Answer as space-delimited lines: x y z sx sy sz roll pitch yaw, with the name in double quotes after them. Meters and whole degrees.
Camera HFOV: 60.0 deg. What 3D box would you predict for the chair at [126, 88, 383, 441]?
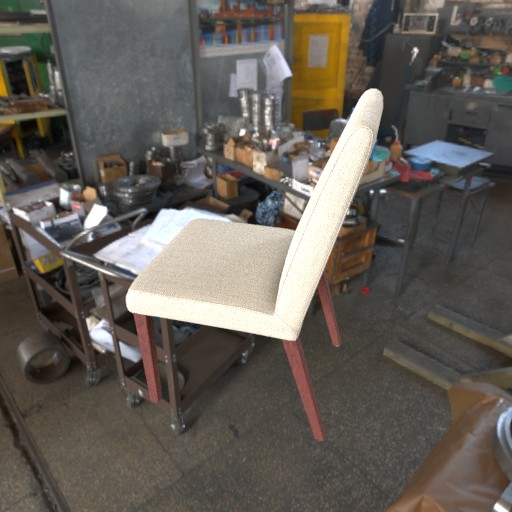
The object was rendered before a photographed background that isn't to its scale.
0.000 0.000 1.280 0.594 0.900 0.480 8 31 14 "chair"
